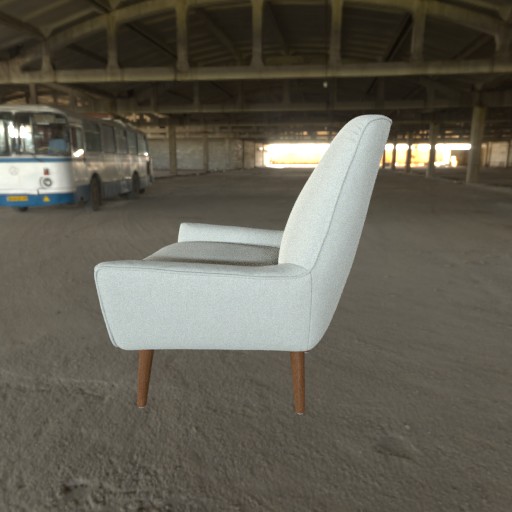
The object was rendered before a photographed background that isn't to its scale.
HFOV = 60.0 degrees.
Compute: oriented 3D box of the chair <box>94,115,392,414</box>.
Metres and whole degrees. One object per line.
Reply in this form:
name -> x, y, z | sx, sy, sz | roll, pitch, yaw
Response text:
chair -> 0.000, 0.000, 1.516 | 0.822, 0.888, 0.787 | 2, 13, 8
